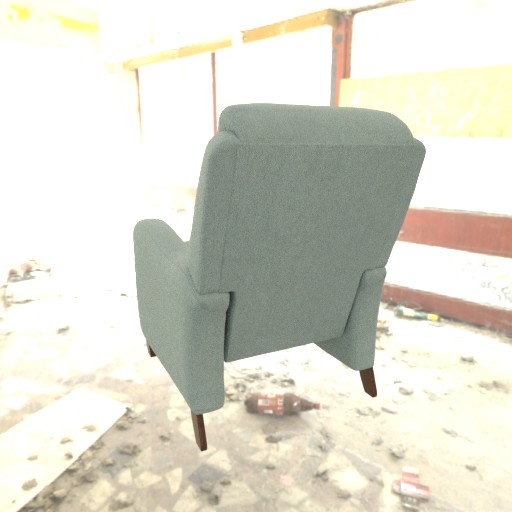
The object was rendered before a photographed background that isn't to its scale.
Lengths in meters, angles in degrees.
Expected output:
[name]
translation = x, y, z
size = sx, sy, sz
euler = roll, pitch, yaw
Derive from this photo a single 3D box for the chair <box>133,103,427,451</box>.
[chair]
translation = 0.000, 0.000, 1.740
size = 0.785, 1.067, 0.988
euler = -7, 15, -26
